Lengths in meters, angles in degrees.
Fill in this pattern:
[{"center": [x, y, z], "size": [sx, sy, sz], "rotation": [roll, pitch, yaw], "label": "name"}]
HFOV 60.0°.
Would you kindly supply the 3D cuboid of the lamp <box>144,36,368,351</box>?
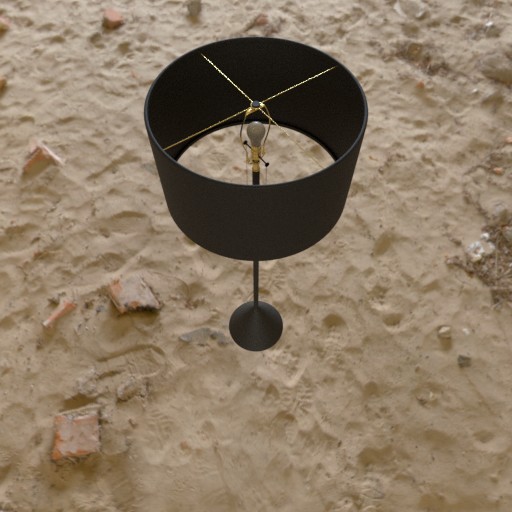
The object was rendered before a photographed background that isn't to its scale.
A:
[{"center": [0.000, 0.000, 1.799], "size": [0.580, 1.526, 0.580], "rotation": [-31, 63, -18], "label": "lamp"}]
